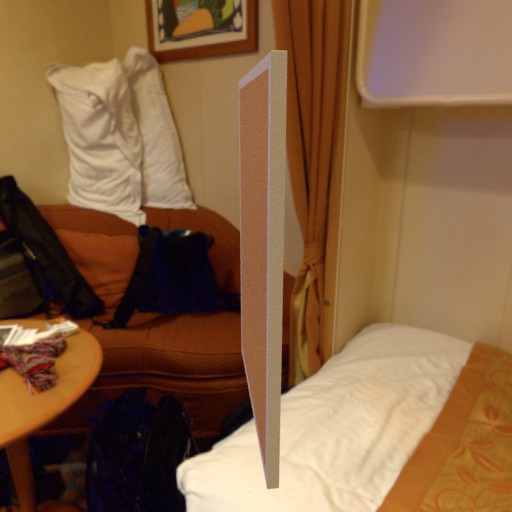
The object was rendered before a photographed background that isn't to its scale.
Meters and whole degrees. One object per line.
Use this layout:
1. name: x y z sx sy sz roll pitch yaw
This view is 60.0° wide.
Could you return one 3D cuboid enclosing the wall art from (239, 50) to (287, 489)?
1. wall art: 0.000 0.000 0.558 0.013 0.433 0.303 -2 17 -7
